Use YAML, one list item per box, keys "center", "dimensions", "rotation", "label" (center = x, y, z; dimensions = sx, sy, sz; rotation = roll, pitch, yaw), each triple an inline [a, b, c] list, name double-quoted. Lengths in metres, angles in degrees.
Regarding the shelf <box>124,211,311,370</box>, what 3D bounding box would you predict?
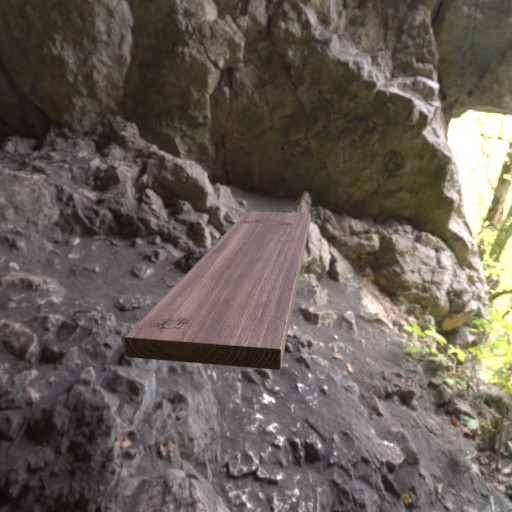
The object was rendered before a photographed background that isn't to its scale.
- center: [0.000, 0.000, 0.675]
  dimensions: [0.140, 0.020, 0.610]
  rotation: [3, 17, 9]
  label: "shelf"
